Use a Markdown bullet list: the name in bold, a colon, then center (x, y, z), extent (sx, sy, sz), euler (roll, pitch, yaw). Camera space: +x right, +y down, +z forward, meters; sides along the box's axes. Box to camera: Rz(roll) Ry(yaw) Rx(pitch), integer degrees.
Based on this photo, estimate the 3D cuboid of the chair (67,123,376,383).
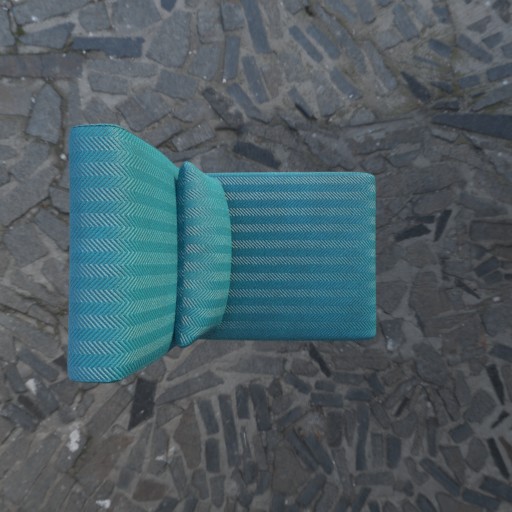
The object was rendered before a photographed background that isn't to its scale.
- **chair**: center (0.000, 0.000, 1.395), extent (0.808, 0.927, 0.579), euler (0, 89, 1)
